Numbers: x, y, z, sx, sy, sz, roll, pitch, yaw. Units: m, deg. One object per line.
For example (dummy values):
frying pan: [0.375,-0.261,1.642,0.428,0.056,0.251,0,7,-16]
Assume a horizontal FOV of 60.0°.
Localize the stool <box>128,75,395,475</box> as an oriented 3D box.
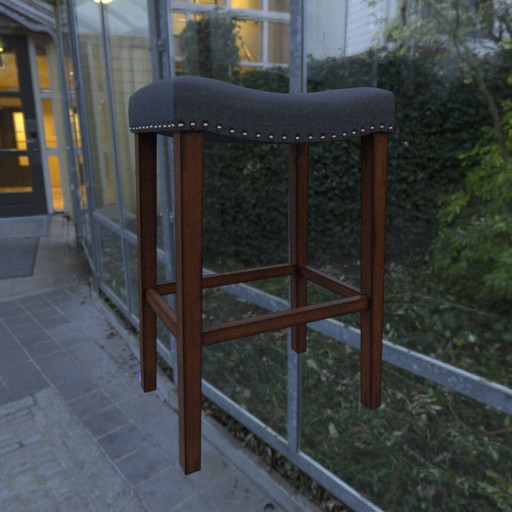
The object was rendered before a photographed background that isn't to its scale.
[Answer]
stool: [0.000,0.000,1.041,0.502,0.748,0.366,-8,17,-26]
